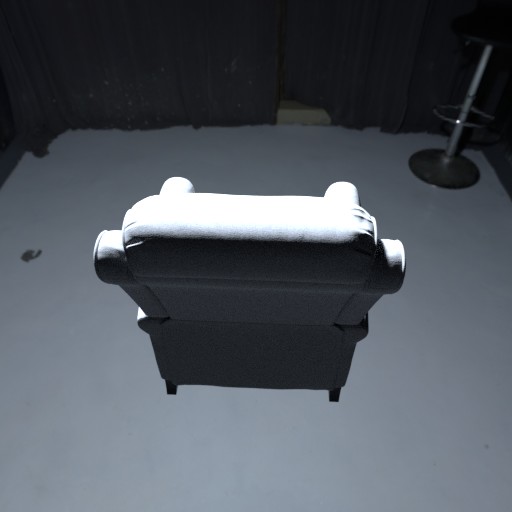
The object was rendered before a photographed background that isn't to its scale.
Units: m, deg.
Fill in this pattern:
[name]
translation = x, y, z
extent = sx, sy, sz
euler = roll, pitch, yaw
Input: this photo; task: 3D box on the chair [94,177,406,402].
[chair]
translation = 0.000, 0.000, 1.723
extent = 0.859, 1.046, 0.919
euler = 2, 46, 2
